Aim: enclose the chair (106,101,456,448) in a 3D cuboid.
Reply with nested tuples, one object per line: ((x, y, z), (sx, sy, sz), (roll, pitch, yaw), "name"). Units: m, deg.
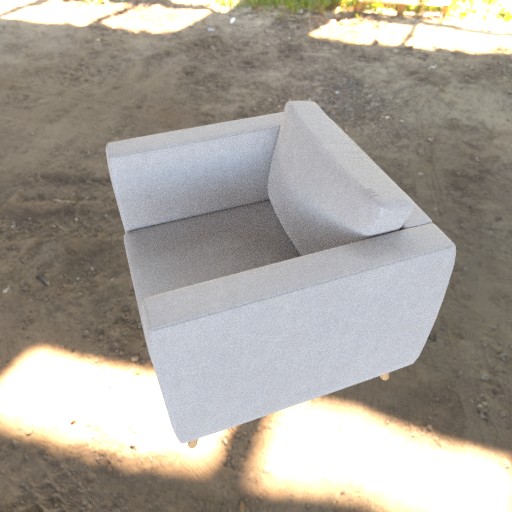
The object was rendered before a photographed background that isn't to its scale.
((0.000, 0.000, 1.695), (0.930, 0.860, 1.000), (-14, 47, -14), "chair")
